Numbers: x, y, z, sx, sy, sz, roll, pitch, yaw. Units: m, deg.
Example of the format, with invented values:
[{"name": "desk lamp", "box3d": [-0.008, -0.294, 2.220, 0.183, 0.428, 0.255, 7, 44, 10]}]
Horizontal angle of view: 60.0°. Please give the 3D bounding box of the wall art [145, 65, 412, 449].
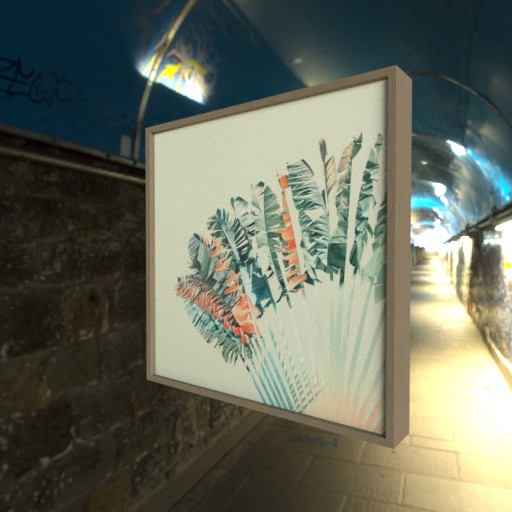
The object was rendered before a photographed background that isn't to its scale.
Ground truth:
[{"name": "wall art", "box3d": [0.000, 0.000, 0.457, 0.304, 0.303, 0.038, 1, 2, 37]}]
